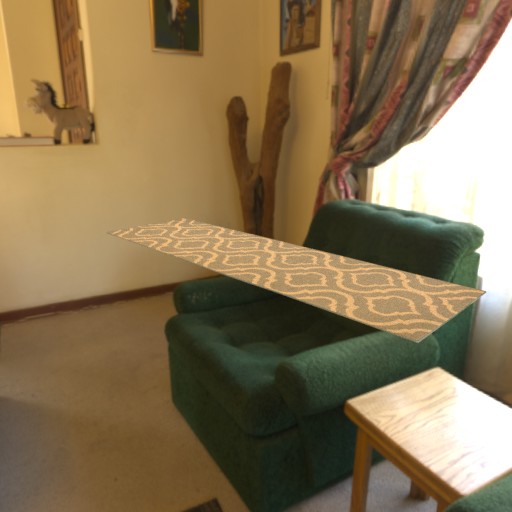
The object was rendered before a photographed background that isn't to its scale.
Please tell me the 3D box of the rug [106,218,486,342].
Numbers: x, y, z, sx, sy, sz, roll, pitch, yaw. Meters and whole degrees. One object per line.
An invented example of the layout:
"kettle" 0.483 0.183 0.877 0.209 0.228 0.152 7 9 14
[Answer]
"rug" 0.000 0.000 2.545 2.275 0.009 0.684 16 23 43
